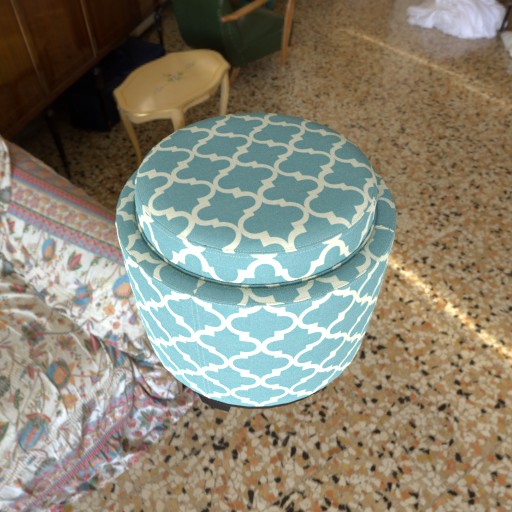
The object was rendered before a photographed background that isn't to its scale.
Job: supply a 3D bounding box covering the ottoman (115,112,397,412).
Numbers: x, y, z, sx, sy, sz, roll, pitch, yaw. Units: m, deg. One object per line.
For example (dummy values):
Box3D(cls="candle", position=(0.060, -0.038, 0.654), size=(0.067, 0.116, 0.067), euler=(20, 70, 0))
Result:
Box3D(cls="ottoman", position=(0.000, 0.000, 0.862), size=(0.480, 0.429, 0.480), euler=(0, 46, 0))
